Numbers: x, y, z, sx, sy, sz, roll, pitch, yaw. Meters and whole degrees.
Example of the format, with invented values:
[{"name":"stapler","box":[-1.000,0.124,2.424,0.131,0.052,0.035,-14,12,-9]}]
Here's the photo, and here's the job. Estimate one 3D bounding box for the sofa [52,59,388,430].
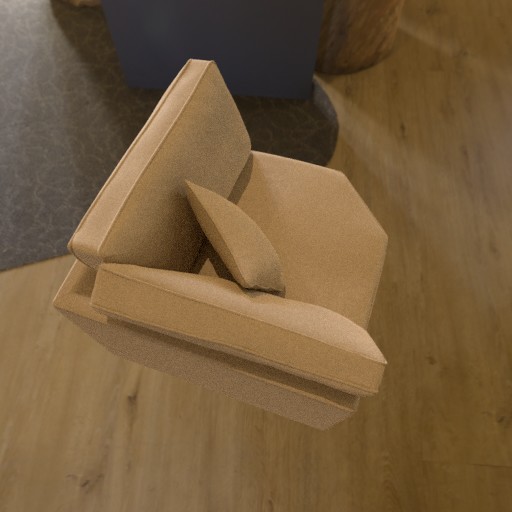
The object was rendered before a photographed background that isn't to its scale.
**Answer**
[{"name":"sofa","box":[0.000,0.000,1.820,1.050,0.937,1.042,18,66,9]}]
